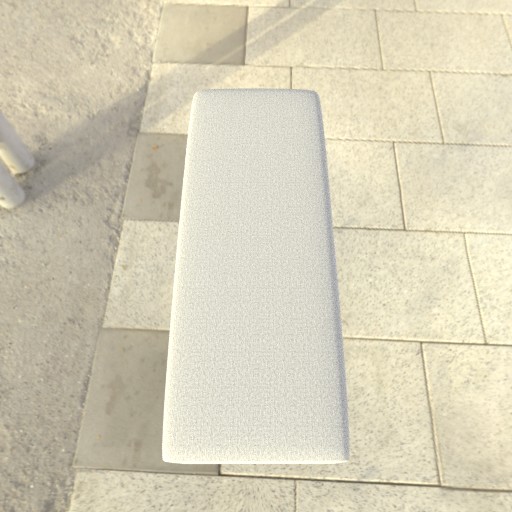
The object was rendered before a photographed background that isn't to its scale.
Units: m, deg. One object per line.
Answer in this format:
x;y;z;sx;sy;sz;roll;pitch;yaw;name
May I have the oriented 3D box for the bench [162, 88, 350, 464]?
0.000;0.000;1.879;0.631;0.383;1.598;0;64;0;bench
